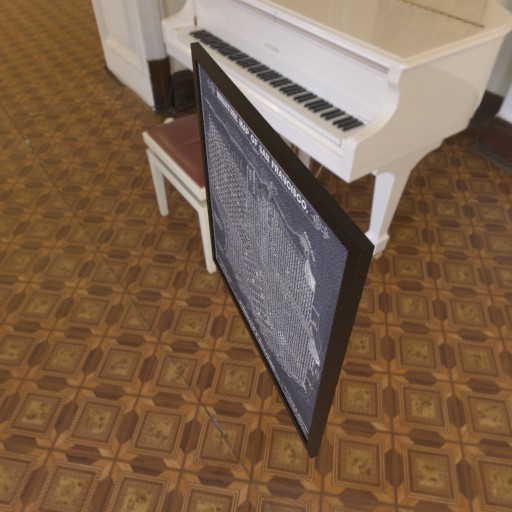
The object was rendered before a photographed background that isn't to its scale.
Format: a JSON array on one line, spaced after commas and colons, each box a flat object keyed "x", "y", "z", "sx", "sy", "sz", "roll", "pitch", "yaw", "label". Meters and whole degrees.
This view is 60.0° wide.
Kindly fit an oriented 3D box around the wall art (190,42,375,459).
[{"x": 0.000, "y": 0.000, "z": 1.171, "sx": 0.022, "sy": 0.807, "sz": 0.807, "roll": -17, "pitch": 49, "yaw": -16, "label": "wall art"}]
